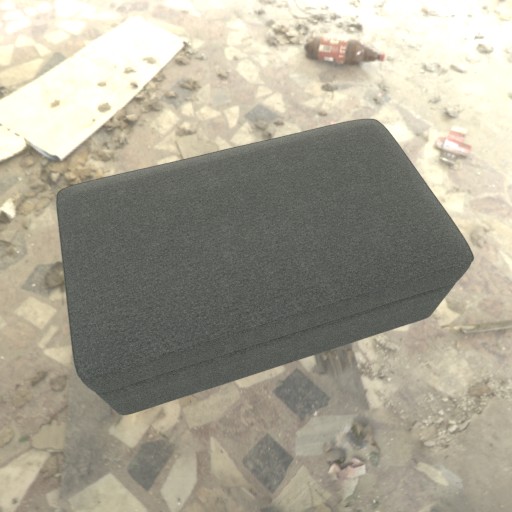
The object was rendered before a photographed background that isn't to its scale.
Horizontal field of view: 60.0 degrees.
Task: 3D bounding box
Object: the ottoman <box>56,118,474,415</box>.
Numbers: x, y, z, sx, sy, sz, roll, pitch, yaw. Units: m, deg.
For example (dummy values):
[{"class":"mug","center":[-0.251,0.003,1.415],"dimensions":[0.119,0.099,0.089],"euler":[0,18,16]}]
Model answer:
[{"class":"ottoman","center":[0.000,0.000,1.539],"dimensions":[1.173,0.494,0.681],"euler":[-15,59,-10]}]
